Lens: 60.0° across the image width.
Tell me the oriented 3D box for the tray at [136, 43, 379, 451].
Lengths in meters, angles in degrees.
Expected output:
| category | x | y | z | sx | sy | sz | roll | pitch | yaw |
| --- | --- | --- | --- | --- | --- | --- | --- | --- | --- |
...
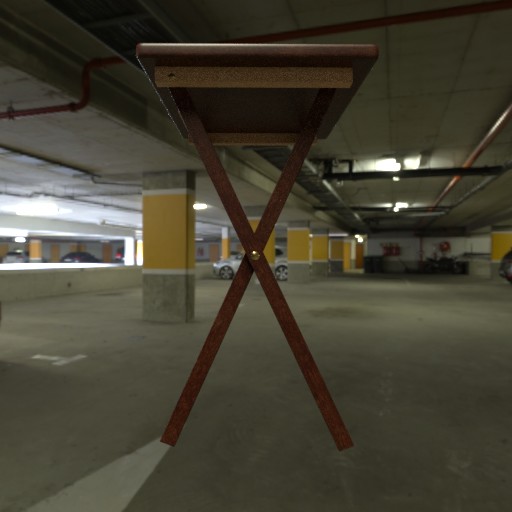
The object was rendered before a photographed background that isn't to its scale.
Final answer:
| category | x | y | z | sx | sy | sz | roll | pitch | yaw |
| --- | --- | --- | --- | --- | --- | --- | --- | --- | --- |
| tray | 0.000 | 0.000 | 0.928 | 0.381 | 0.660 | 0.483 | 0 | 0 | -1 |
